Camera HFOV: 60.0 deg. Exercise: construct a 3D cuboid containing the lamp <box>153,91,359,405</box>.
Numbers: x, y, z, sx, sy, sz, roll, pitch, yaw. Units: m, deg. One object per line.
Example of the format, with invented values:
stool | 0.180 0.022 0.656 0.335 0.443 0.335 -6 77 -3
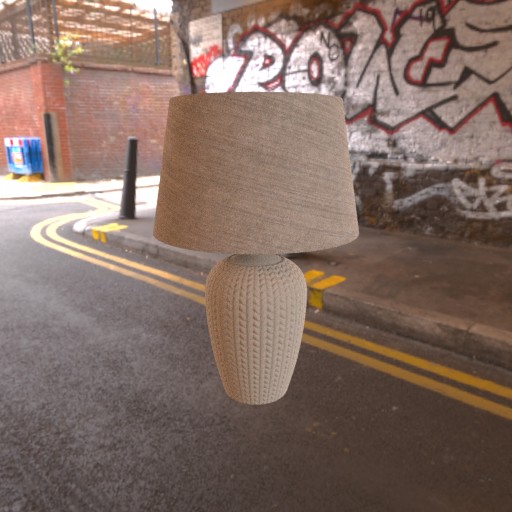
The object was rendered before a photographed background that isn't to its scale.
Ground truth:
lamp | 0.000 0.000 0.873 0.390 0.580 0.390 0 15 0
